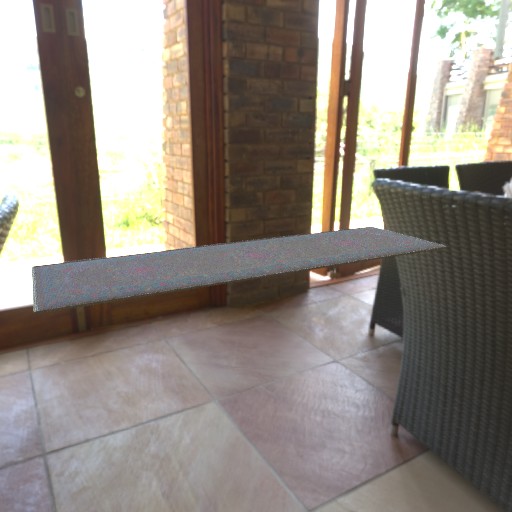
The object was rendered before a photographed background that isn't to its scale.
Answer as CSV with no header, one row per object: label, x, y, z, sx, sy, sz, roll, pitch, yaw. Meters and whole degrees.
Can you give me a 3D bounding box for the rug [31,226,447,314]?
rug,0.000,0.000,2.011,1.827,0.012,0.553,-8,17,-26
